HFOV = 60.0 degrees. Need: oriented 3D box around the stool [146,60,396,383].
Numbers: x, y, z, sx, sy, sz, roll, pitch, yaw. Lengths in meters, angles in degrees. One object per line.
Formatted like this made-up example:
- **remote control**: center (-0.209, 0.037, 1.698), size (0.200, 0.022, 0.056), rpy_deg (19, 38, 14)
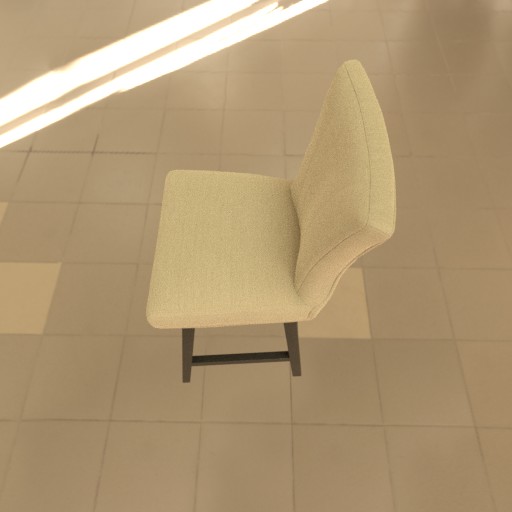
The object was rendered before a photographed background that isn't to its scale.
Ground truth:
- **stool**: center (0.000, 0.000, 1.348), size (0.574, 1.000, 0.514), rpy_deg (0, 58, 0)
